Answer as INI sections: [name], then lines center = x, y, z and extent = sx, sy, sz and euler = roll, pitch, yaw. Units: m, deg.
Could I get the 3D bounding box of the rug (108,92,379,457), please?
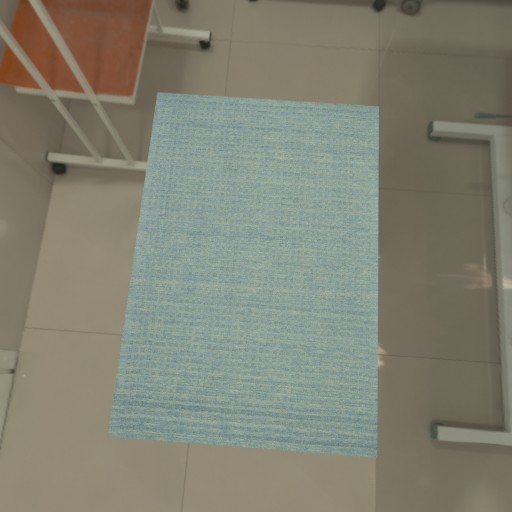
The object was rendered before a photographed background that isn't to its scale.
[rug]
center = 0.000, 0.000, 3.607
extent = 1.982, 0.006, 2.895
euler = 4, 76, 1
